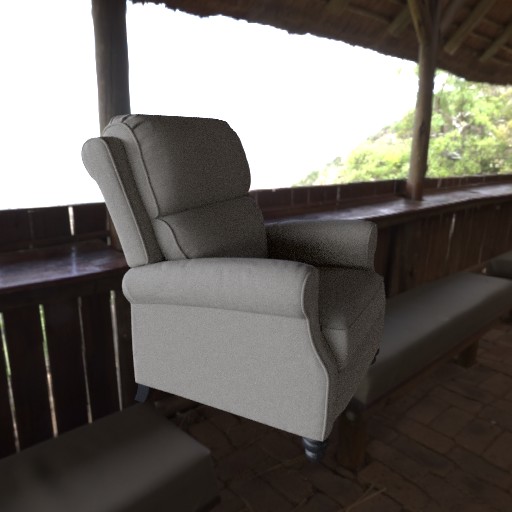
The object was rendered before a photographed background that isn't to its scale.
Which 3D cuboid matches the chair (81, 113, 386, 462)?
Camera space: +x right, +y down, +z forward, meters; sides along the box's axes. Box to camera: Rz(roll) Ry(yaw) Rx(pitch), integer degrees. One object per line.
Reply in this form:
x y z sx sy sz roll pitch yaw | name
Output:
0.000 0.000 1.711 0.919 1.046 0.859 8 17 27 | chair
